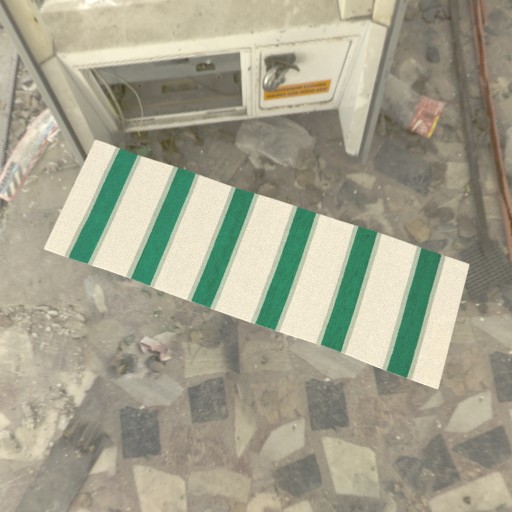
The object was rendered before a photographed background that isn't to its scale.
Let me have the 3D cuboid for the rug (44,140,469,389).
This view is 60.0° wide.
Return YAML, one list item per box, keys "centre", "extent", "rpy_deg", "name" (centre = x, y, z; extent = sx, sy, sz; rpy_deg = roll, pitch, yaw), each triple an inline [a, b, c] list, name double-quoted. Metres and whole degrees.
- centre: [0.000, 0.000, 2.660]
  extent: [2.438, 0.012, 0.768]
  rpy_deg: [19, 78, 4]
  name: "rug"
